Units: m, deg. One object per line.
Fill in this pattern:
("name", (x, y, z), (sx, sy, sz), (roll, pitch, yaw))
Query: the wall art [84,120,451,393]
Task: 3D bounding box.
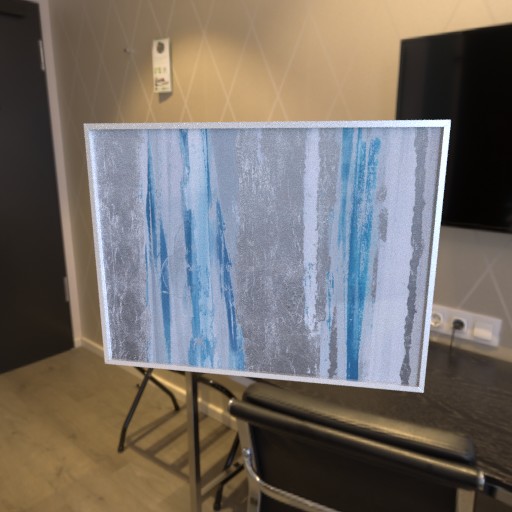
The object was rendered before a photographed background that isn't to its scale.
("wall art", (0.000, 0.000, 1.388), (1.056, 0.801, 0.066), (2, 14, 10))
